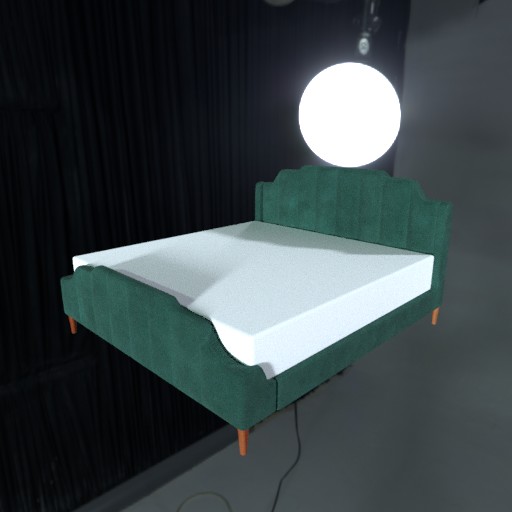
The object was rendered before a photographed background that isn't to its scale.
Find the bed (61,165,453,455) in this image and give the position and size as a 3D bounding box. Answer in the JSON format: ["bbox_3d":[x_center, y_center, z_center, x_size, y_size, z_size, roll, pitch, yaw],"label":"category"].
[{"bbox_3d":[0.000,0.000,3.487,2.074,1.245,2.340,15,22,43],"label":"bed"}]
